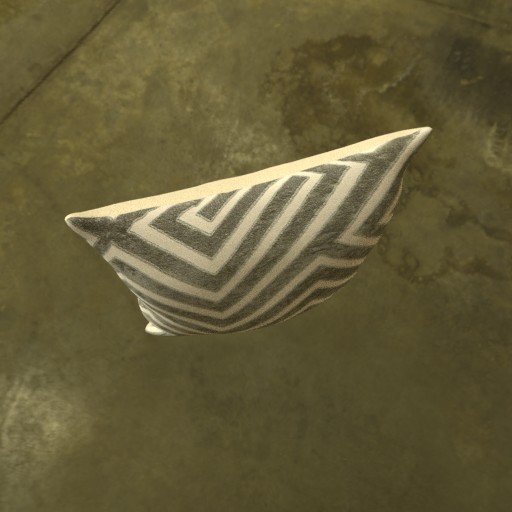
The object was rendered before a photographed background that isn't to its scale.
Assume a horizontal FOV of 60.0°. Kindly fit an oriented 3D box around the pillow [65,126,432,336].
[{"bbox_3d":[0.000,0.000,0.685,0.440,0.441,0.182,-16,66,-7],"label":"pillow"}]
